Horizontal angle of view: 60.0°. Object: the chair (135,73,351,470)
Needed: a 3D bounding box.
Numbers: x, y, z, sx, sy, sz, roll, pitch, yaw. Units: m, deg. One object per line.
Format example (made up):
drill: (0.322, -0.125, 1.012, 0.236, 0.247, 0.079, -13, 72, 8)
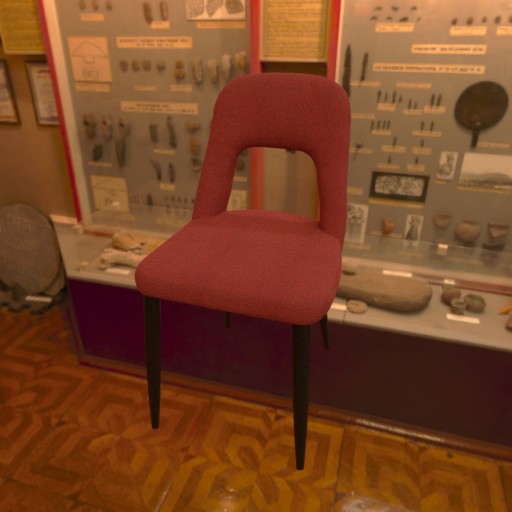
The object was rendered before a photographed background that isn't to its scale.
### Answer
chair: (0.000, 0.000, 1.217, 0.483, 0.892, 0.569, 9, 28, 16)
